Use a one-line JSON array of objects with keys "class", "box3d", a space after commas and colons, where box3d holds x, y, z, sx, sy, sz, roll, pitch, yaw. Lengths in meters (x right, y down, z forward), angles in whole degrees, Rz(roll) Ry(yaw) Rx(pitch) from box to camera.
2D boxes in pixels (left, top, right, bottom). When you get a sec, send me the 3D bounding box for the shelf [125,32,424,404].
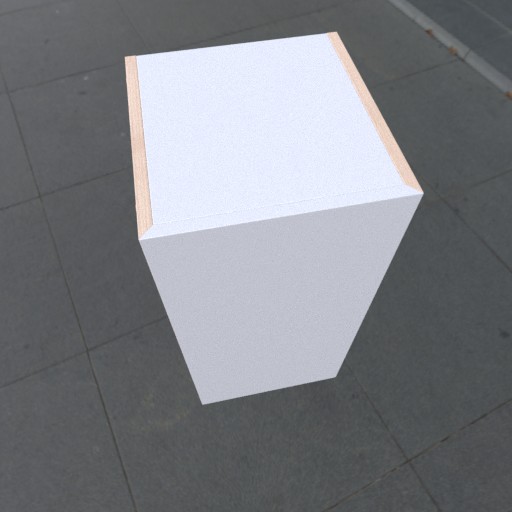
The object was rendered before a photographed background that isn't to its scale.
[{"class": "shelf", "box3d": [0.000, 0.000, 0.762, 0.290, 0.594, 0.297, -10, 58, -6]}]
